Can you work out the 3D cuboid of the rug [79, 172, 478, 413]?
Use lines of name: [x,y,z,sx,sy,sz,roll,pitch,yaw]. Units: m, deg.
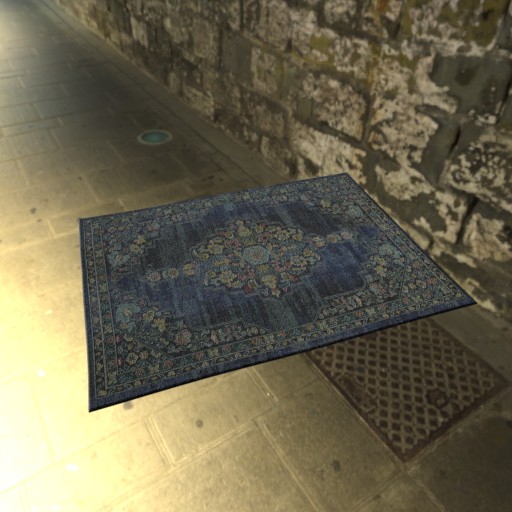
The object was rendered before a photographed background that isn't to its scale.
rug: [0.000,0.000,4.807,3.612,0.035,2.716,-12,41,-14]
